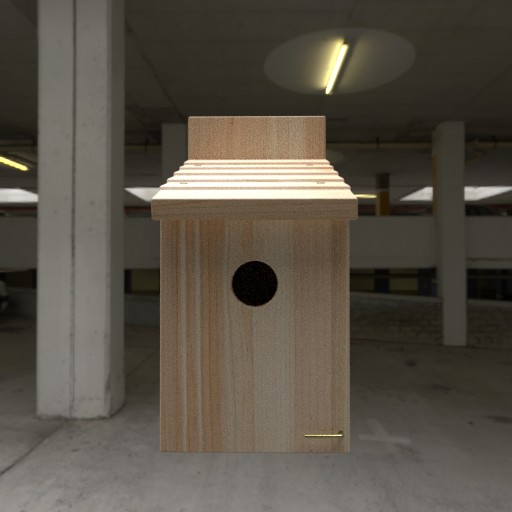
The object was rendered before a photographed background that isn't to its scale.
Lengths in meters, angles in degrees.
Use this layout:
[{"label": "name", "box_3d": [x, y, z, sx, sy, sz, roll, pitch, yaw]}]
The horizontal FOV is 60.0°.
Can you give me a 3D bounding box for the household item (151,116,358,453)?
[{"label": "household item", "box_3d": [0.000, 0.000, 0.402, 0.149, 0.300, 0.171, 0, -1, 1]}]
